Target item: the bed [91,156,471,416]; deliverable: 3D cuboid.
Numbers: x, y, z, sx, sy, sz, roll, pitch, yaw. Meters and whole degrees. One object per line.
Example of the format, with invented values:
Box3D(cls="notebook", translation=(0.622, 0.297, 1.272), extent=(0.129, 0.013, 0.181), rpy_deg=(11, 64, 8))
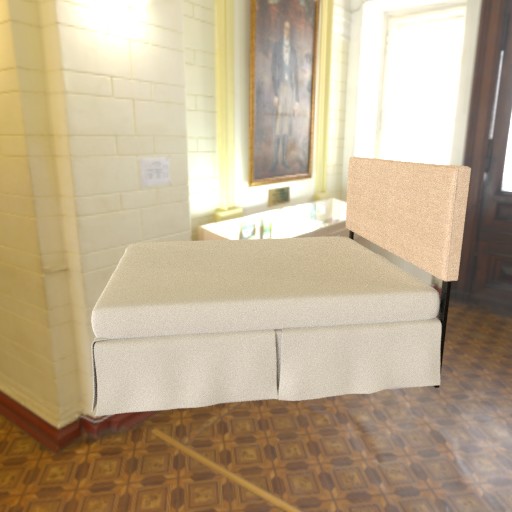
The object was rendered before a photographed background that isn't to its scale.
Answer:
Box3D(cls="bed", translation=(0.000, 0.000, 3.025), extent=(1.978, 1.270, 1.643), rpy_deg=(-2, 15, -8))
